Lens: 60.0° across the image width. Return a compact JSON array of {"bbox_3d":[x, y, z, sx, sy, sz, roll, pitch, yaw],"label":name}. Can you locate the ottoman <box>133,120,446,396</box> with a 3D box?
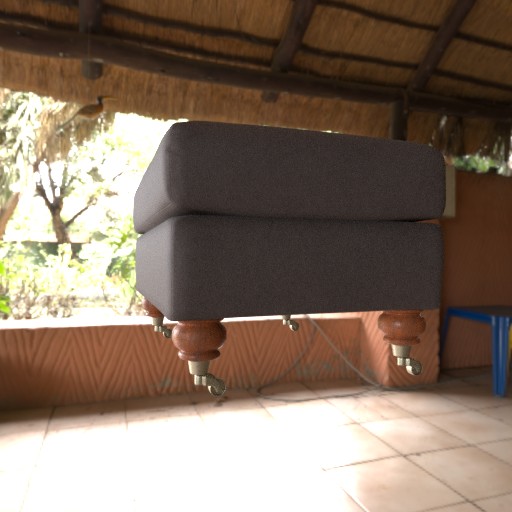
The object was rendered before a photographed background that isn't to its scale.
[{"bbox_3d":[0.000,0.000,1.134,0.574,0.497,0.773,0,-1,-19],"label":"ottoman"}]
